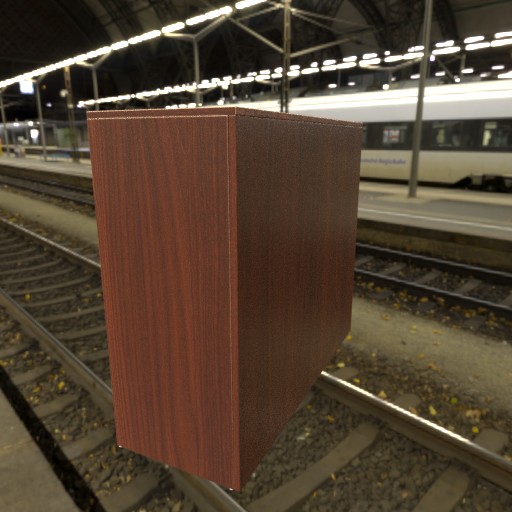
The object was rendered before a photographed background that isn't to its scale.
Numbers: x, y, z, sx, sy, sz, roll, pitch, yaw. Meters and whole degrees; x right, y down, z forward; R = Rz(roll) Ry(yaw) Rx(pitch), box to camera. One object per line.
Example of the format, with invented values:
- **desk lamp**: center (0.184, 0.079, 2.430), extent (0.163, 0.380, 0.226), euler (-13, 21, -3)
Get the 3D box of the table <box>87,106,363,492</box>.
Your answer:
- **table**: center (0.000, 0.000, 1.335), extent (0.380, 0.790, 0.930), euler (7, 16, 25)
